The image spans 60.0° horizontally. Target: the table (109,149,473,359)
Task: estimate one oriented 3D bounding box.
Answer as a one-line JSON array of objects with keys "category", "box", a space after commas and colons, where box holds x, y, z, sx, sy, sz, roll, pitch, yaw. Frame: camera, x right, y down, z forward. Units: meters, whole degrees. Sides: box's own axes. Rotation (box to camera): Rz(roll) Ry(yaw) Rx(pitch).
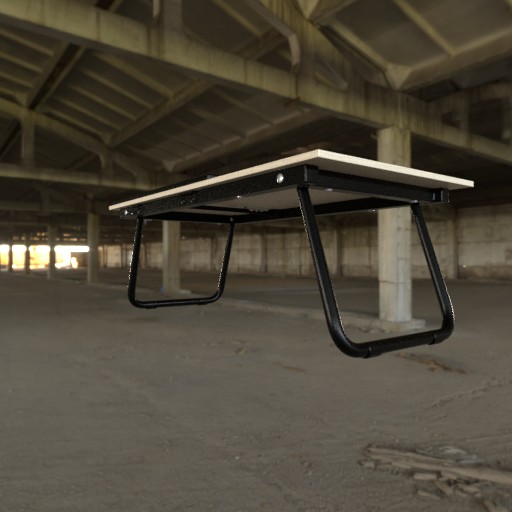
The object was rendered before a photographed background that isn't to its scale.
[{"category": "table", "box": [0.000, 0.000, 0.813, 0.322, 0.242, 0.644, 0, 0, -37]}]
